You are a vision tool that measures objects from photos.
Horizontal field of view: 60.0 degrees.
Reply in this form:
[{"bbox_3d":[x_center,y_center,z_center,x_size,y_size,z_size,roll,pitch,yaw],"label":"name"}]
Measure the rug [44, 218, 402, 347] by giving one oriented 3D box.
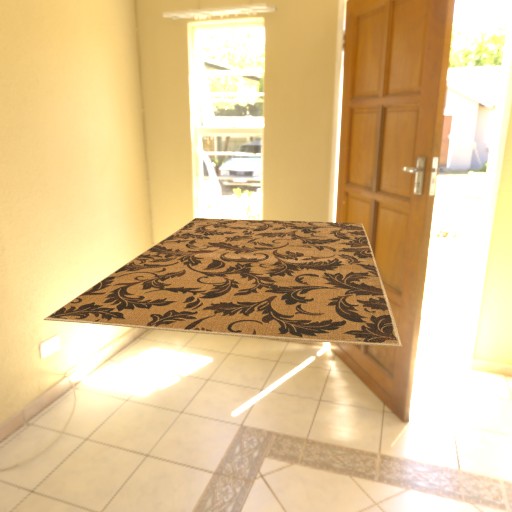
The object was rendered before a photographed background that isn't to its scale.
[{"bbox_3d":[0.000,0.000,2.892,1.522,0.008,2.284,3,17,9],"label":"rug"}]
